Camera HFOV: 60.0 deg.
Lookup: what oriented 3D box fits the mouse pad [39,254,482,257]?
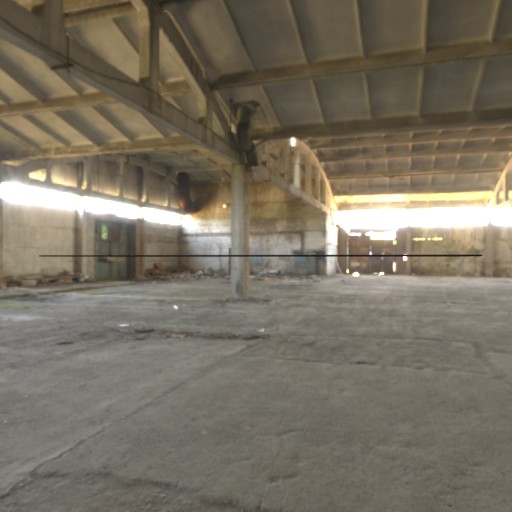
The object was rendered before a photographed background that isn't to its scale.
[{"bbox_3d":[0.000,0.000,1.047,0.907,0.003,0.424,0,0,18],"label":"mouse pad"}]
